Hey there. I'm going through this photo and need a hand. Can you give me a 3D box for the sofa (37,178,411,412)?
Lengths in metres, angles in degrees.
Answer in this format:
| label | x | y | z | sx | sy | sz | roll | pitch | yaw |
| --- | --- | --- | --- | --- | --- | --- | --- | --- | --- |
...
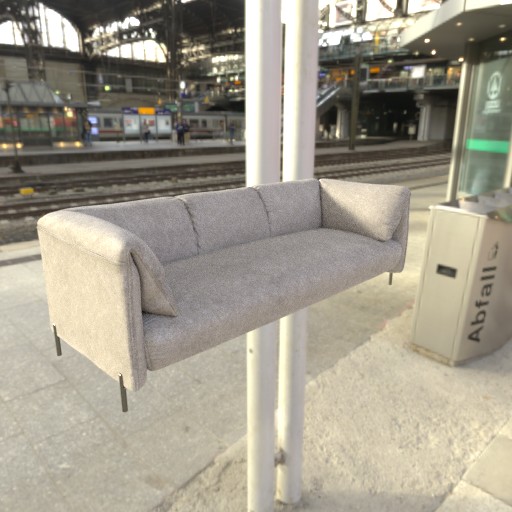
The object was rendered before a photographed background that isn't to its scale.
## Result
| label | x | y | z | sx | sy | sz | roll | pitch | yaw |
| --- | --- | --- | --- | --- | --- | --- | --- | --- | --- |
| sofa | 0.000 | 0.000 | 2.704 | 2.238 | 0.758 | 0.899 | -15 | 22 | -43 |
